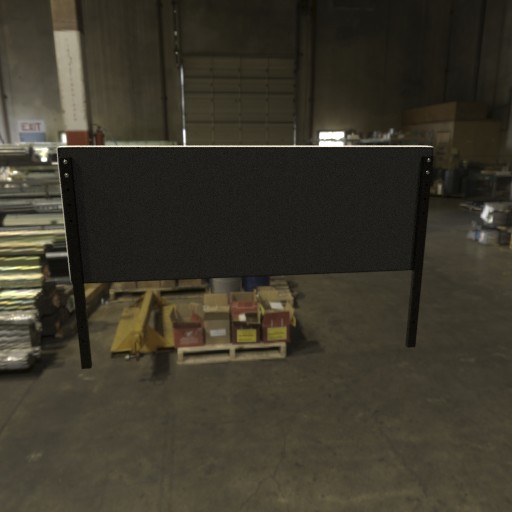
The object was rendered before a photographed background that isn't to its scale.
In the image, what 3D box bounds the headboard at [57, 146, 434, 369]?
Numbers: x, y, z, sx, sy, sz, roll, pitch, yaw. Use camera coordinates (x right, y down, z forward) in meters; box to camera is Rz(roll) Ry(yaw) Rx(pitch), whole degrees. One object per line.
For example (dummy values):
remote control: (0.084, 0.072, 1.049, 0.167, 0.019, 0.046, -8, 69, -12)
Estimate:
headboard: (0.000, 0.000, 2.923, 2.362, 1.410, 0.120, -2, 14, -8)
